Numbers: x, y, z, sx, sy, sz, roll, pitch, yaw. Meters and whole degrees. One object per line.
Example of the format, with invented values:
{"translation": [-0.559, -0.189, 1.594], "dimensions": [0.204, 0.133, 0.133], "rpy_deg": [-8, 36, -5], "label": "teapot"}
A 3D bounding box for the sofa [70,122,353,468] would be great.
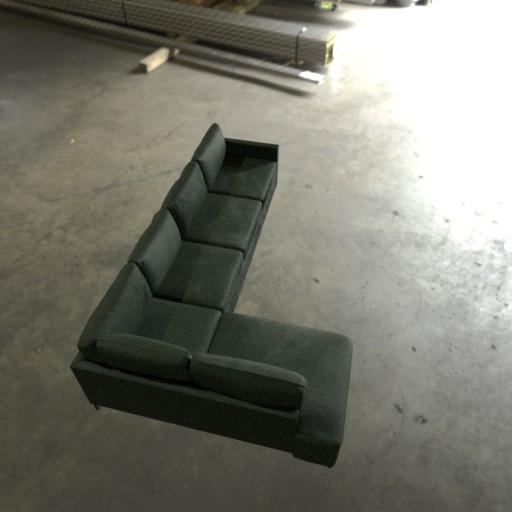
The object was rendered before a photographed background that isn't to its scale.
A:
{"translation": [0.000, 0.000, 4.388], "dimensions": [2.048, 0.996, 3.384], "rpy_deg": [10, 47, 10], "label": "sofa"}
